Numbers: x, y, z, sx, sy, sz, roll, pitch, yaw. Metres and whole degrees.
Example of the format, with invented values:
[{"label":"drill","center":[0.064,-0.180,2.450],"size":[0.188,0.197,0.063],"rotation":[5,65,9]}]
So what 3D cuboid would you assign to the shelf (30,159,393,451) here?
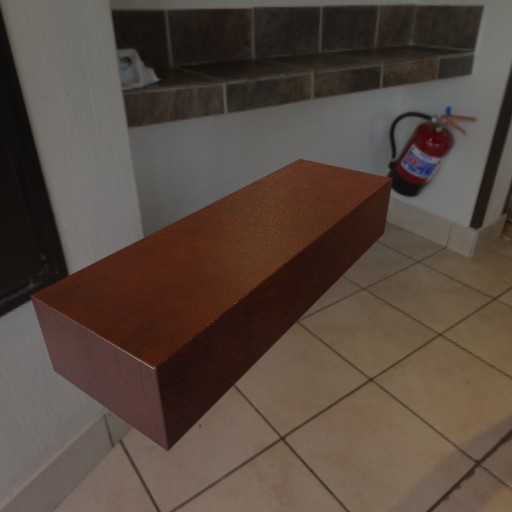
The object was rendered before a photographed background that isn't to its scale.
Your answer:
[{"label":"shelf","center":[0.000,0.000,0.527],"size":[0.152,0.088,0.457],"rotation":[20,35,30]}]
